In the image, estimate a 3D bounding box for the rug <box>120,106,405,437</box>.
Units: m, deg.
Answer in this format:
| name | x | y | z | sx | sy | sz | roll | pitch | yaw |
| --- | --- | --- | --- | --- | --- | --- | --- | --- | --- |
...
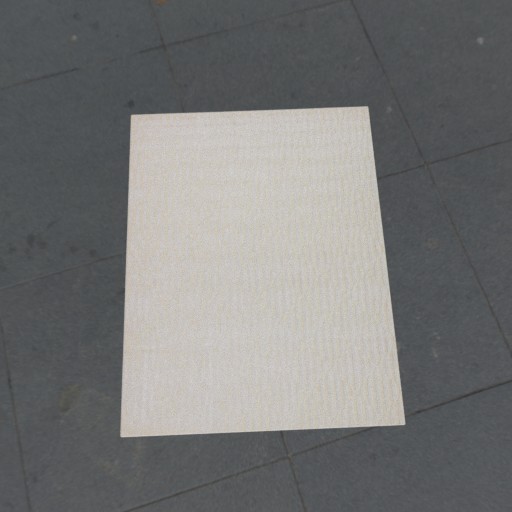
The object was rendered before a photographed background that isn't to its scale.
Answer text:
| name | x | y | z | sx | sy | sz | roll | pitch | yaw |
| --- | --- | --- | --- | --- | --- | --- | --- | --- | --- |
| rug | 0.000 | 0.000 | 4.124 | 2.410 | 0.021 | 3.055 | -2 | 76 | -1 |
